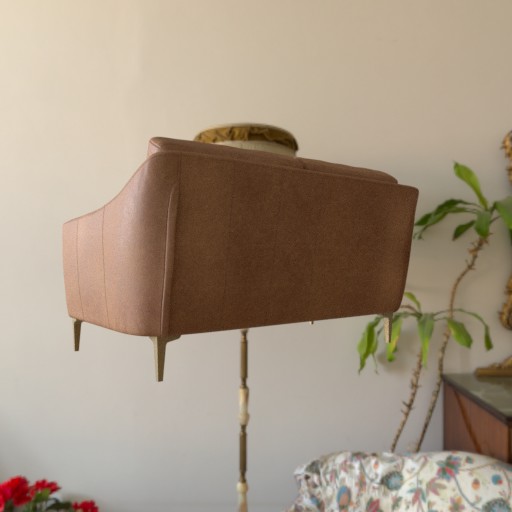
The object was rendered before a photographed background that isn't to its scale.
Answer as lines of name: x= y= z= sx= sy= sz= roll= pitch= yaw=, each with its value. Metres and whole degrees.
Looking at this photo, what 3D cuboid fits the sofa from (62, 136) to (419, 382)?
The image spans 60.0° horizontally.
sofa: x=0.000 y=0.000 z=2.197 sx=1.619 sy=0.902 sz=0.960 roll=0 pitch=0 yaw=-35
